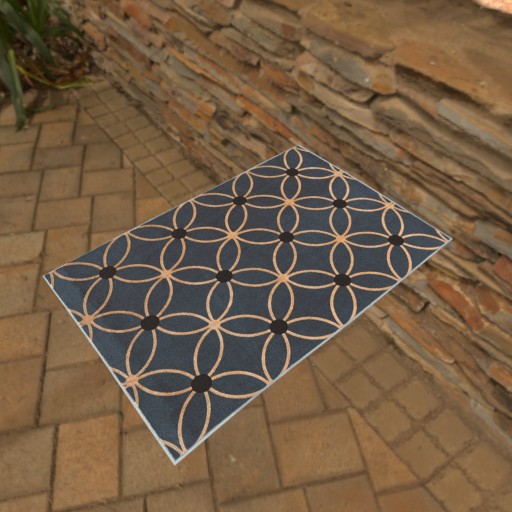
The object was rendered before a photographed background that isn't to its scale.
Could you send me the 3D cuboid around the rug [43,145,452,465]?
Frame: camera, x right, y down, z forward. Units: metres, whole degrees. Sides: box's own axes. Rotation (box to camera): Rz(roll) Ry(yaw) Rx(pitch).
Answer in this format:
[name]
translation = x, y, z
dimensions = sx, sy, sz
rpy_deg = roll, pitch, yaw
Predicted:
[rug]
translation = 0.000, 0.000, 2.936
dimensions = 2.284, 0.008, 1.522
rpy_deg = -32, 55, -26
